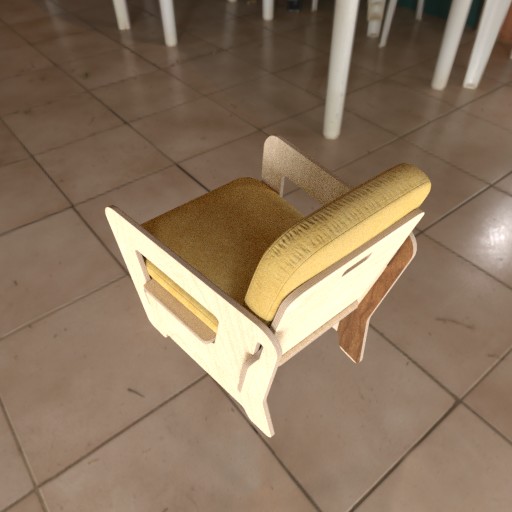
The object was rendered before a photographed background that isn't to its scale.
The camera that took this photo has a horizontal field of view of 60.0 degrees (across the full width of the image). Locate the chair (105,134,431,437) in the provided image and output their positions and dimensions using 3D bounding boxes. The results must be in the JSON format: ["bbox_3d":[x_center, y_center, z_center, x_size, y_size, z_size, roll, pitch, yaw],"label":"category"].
[{"bbox_3d":[0.000,0.000,1.282,0.590,0.800,0.710,-30,52,-27],"label":"chair"}]
